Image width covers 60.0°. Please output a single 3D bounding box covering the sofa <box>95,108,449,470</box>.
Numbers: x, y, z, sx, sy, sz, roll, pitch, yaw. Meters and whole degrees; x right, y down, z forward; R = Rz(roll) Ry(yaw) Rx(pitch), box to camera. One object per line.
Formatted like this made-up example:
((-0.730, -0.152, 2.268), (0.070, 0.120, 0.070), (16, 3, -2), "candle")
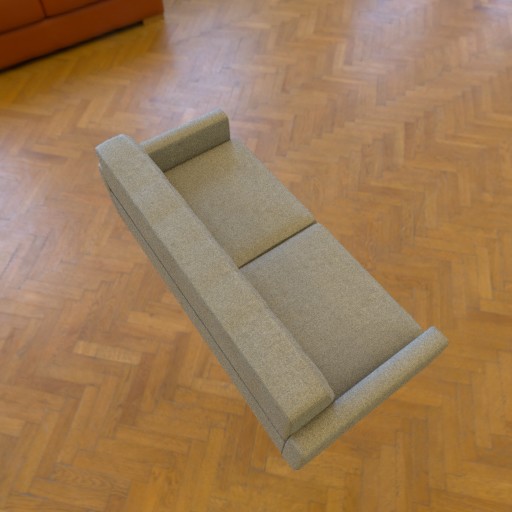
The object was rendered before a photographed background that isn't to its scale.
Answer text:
((0.000, 0.000, 2.578), (0.968, 0.873, 2.055), (-31, 63, -18), "sofa")
